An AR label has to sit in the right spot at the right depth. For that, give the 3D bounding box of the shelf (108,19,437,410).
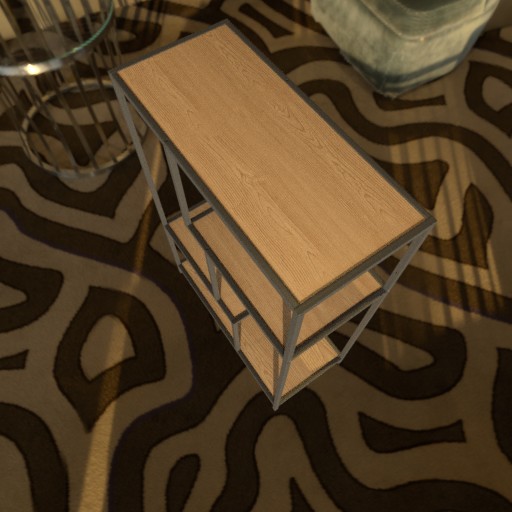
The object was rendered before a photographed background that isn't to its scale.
[{"bbox_3d":[0.000,0.000,1.491,0.350,1.138,0.770,-32,67,-15],"label":"shelf"}]
